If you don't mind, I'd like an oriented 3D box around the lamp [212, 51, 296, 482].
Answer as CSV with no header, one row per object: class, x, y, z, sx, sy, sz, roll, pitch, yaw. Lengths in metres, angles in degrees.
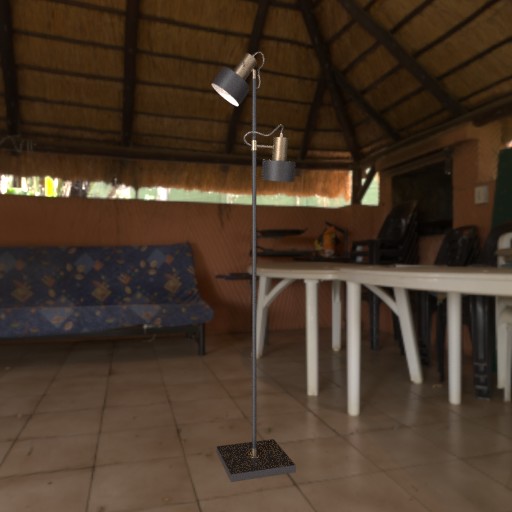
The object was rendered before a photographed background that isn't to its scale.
lamp,0.000,0.000,1.622,0.315,1.505,0.233,0,0,-17
